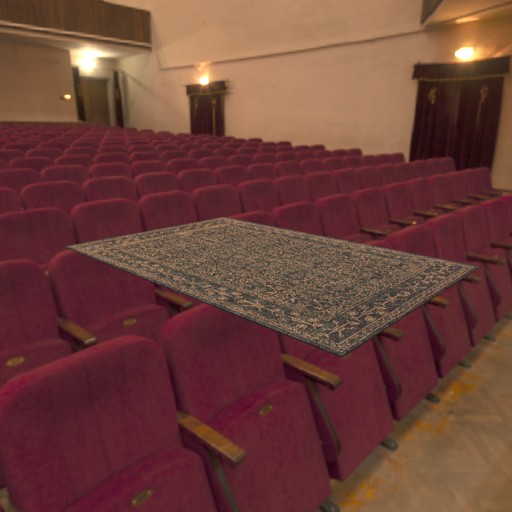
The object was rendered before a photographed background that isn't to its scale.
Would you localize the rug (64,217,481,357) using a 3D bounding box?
[{"bbox_3d":[0.000,0.000,2.293,1.819,0.005,1.200,15,21,41],"label":"rug"}]
